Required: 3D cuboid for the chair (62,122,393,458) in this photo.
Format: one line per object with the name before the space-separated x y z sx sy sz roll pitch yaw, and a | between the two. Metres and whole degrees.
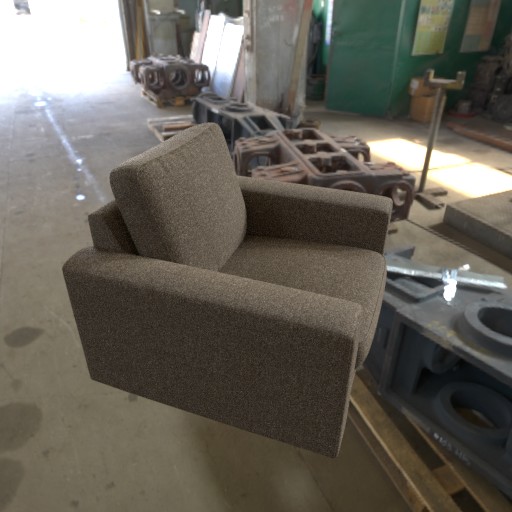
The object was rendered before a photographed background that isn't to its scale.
chair | 0.000 0.000 1.778 1.016 0.873 1.005 11 33 18
